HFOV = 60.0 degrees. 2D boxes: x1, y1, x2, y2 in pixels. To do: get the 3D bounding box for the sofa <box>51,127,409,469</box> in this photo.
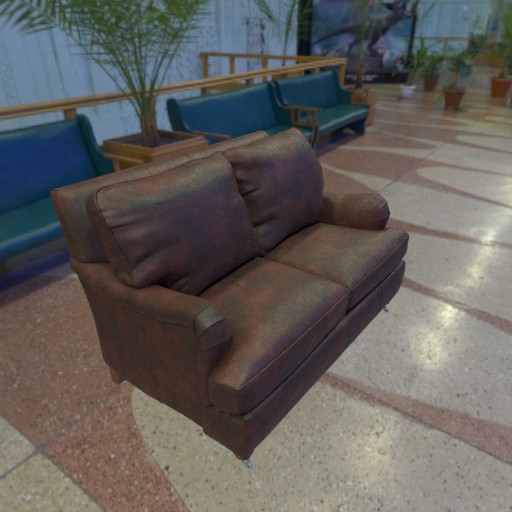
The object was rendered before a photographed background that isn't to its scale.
[{"bbox_3d":[0.000,0.000,2.359,1.148,1.070,1.628,20,34,33],"label":"sofa"}]
